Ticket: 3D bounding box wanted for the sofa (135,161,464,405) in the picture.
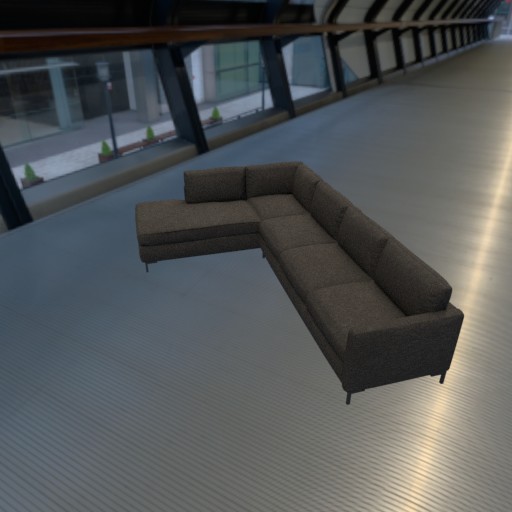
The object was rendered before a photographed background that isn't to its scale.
[{"bbox_3d":[0.000,0.000,3.924,2.007,0.815,2.949,-8,30,-13],"label":"sofa"}]
